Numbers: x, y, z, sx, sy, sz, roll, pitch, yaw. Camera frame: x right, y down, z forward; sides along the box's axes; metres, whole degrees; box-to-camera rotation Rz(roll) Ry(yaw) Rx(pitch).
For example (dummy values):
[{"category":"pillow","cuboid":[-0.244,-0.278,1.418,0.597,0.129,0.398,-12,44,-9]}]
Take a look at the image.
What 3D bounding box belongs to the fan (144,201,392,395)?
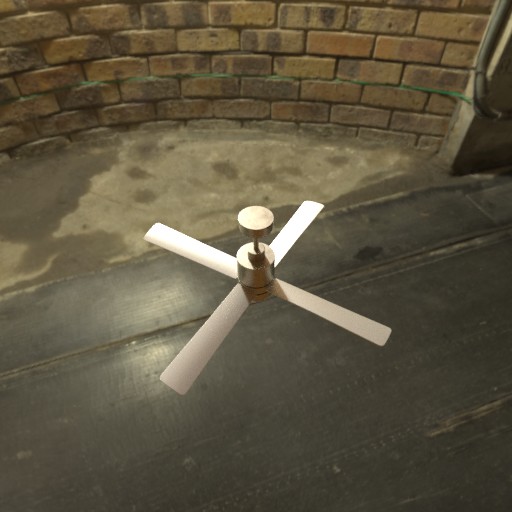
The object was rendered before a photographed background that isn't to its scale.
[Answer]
[{"category":"fan","cuboid":[0.000,0.000,2.335,1.525,0.539,1.525,24,51,21]}]
